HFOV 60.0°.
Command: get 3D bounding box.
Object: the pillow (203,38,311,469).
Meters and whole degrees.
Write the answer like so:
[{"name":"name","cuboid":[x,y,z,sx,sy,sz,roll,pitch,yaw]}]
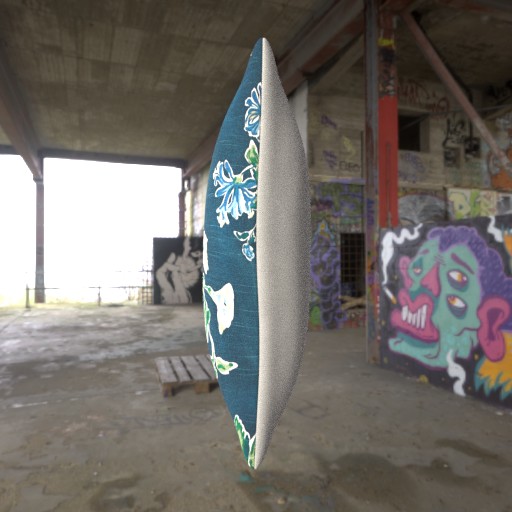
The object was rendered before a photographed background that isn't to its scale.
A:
[{"name":"pillow","cuboid":[0.000,0.000,0.779,0.166,0.508,0.525,0,-1,-1]}]
